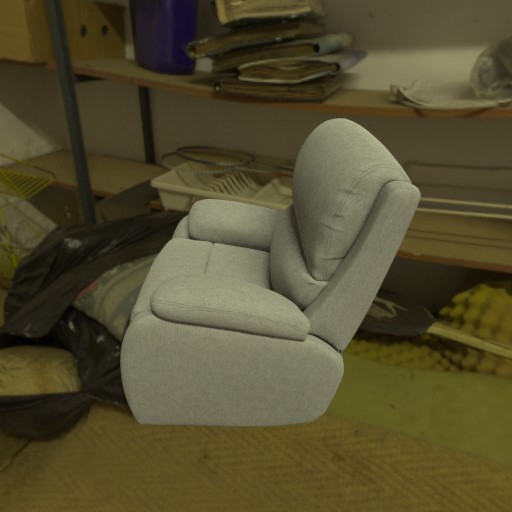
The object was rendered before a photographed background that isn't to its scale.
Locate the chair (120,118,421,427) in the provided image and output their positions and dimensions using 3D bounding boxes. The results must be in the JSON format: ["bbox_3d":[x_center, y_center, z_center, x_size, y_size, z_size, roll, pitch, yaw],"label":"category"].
[{"bbox_3d":[0.000,0.000,1.734,0.899,1.011,0.930,1,26,1],"label":"chair"}]
